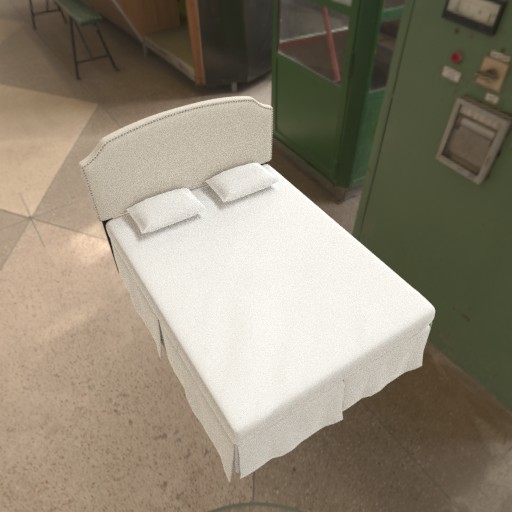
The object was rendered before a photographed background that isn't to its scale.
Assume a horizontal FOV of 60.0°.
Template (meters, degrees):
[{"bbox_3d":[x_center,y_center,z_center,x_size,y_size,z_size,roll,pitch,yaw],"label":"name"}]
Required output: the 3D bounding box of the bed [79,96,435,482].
[{"bbox_3d":[0.000,0.000,2.944,1.558,1.270,1.999,-24,50,-22],"label":"bed"}]
